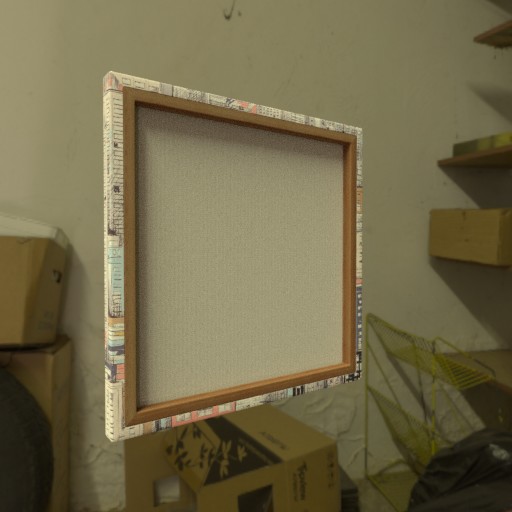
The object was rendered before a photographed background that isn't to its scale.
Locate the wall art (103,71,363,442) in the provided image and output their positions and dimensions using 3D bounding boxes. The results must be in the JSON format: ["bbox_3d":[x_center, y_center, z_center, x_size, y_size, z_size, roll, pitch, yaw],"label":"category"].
[{"bbox_3d":[0.000,0.000,0.912,0.607,0.608,0.038,-1,1,-35],"label":"wall art"}]
